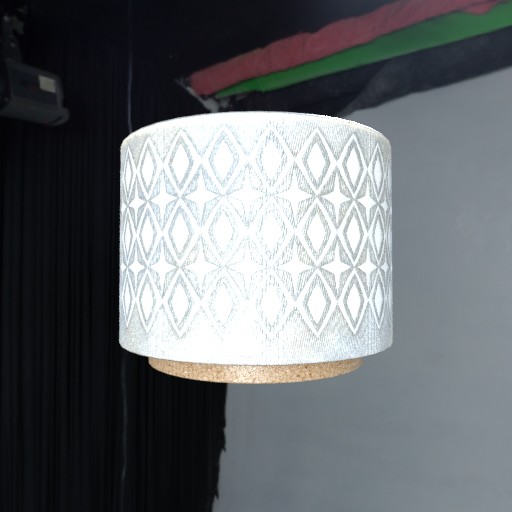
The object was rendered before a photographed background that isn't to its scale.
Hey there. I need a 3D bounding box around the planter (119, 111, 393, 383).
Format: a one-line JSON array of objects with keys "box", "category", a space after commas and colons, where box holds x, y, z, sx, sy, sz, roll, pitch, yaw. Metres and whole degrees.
[{"box": [0.000, 0.000, 0.317, 0.186, 0.144, 0.186, 0, -1, 0], "category": "planter"}]
